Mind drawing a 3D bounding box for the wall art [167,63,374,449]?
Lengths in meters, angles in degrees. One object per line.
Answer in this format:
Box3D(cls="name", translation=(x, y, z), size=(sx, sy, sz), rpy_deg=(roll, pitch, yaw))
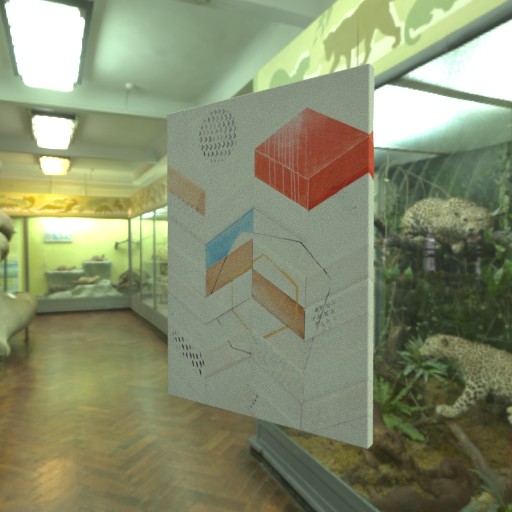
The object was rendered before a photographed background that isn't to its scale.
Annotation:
Box3D(cls="wall art", translation=(0.000, 0.000, 1.401), size=(0.759, 1.014, 0.045), rpy_deg=(1, 1, 36))
